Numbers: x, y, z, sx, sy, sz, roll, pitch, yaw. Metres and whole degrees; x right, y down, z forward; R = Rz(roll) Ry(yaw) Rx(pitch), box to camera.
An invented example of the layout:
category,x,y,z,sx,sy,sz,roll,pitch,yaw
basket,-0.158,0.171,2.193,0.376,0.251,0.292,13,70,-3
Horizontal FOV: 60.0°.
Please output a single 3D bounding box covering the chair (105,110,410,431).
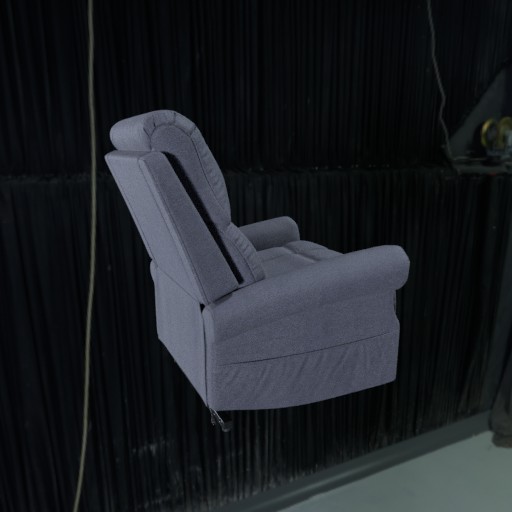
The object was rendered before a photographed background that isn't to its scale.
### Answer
category,x,y,z,sx,sy,sz,roll,pitch,yaw
chair,0.000,0.000,1.730,0.979,1.031,0.871,-7,15,-26
